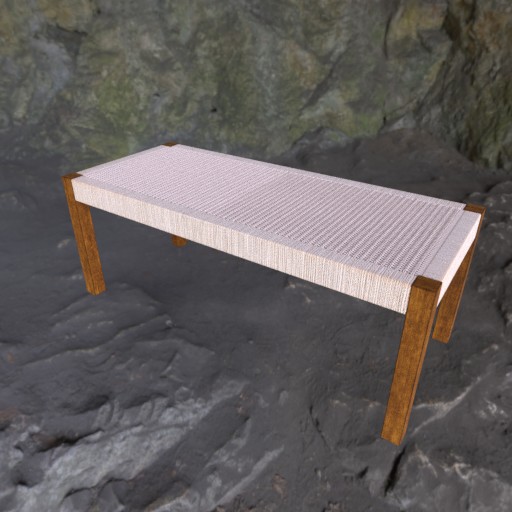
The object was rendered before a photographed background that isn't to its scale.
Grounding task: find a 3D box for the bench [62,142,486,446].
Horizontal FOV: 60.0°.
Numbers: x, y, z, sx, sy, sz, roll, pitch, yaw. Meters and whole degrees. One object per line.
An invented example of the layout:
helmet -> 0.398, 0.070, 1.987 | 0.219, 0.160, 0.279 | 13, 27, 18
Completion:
bench -> 0.000, 0.000, 1.453 | 1.198, 0.457, 0.507 | 19, 35, 29
